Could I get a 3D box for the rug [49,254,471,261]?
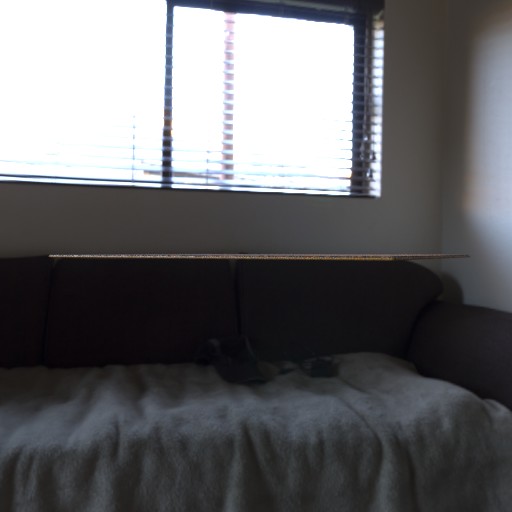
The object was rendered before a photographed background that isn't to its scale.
[{"bbox_3d":[0.000,0.000,2.203,1.758,0.013,1.148,0,0,35],"label":"rug"}]
